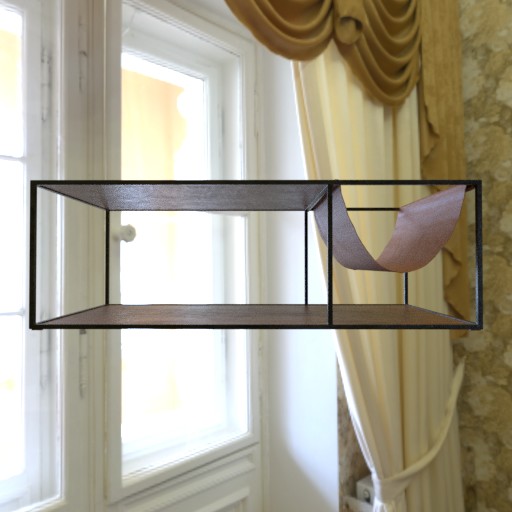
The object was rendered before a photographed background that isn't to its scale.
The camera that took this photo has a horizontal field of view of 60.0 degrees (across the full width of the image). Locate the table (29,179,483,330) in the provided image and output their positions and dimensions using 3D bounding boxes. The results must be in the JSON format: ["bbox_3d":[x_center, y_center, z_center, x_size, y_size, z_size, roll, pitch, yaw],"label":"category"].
[{"bbox_3d":[0.000,0.000,1.472,1.199,0.403,0.597,0,-1,0],"label":"table"}]
